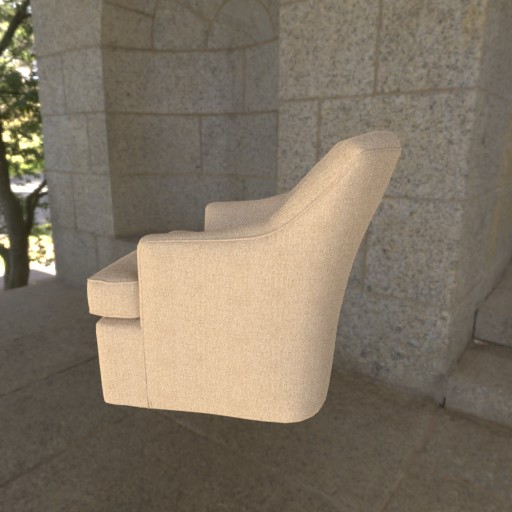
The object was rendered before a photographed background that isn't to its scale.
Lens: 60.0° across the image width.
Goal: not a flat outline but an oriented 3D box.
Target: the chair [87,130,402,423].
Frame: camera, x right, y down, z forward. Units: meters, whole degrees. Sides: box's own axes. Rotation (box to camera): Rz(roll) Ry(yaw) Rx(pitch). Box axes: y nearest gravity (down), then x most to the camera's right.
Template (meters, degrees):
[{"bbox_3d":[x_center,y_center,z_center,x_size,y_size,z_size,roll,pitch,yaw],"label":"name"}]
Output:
[{"bbox_3d":[0.000,0.000,1.590,0.923,0.856,0.864,2,14,8],"label":"chair"}]
